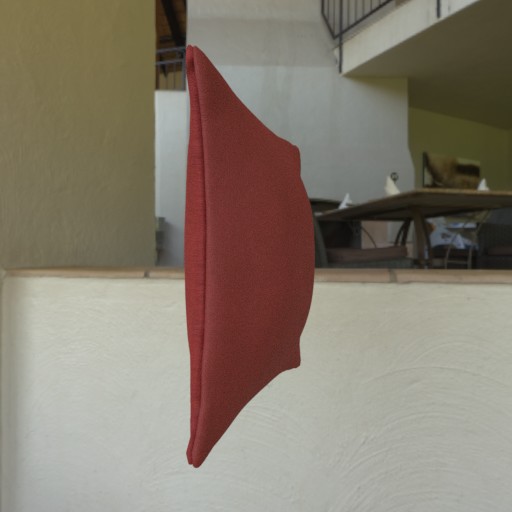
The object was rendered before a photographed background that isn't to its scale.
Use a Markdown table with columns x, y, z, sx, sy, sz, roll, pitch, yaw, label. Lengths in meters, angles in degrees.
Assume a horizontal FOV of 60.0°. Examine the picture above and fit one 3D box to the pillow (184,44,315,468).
| x | y | z | sx | sy | sz | roll | pitch | yaw | label |
| --- | --- | --- | --- | --- | --- | --- | --- | --- | --- |
| 0.000 | 0.000 | 0.637 | 0.151 | 0.416 | 0.435 | 0 | 0 | 19 | pillow |
